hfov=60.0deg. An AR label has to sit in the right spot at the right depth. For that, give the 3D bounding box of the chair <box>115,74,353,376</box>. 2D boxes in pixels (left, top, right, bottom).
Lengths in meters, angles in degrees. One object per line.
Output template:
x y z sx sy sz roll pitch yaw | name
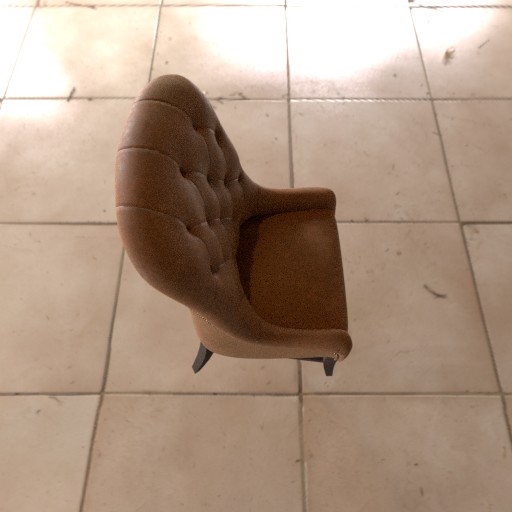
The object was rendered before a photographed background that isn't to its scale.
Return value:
0.000 0.000 1.466 0.629 1.091 0.634 -1 64 0 | chair
